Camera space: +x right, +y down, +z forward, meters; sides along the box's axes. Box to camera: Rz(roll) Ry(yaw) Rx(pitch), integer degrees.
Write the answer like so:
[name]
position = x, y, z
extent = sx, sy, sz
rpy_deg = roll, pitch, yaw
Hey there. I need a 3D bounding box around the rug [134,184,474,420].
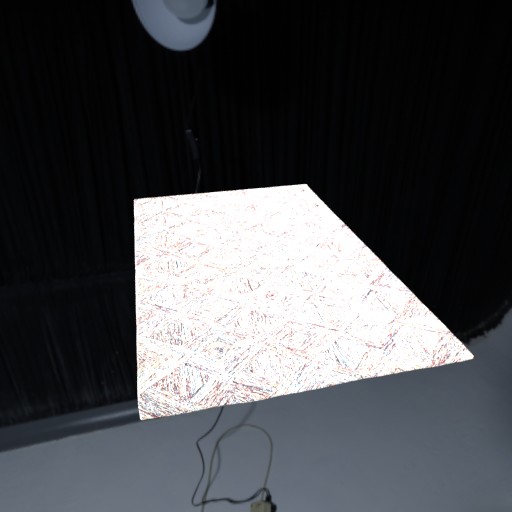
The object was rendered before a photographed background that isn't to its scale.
[rug]
position = 0.000, 0.000, 2.159
extent = 1.143, 0.014, 1.761
rpy_deg = -7, 30, -12
